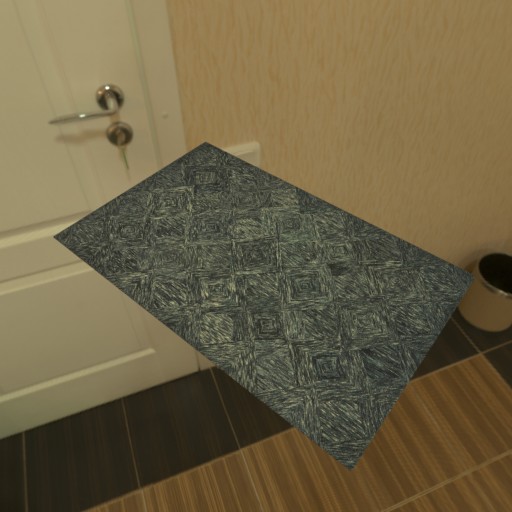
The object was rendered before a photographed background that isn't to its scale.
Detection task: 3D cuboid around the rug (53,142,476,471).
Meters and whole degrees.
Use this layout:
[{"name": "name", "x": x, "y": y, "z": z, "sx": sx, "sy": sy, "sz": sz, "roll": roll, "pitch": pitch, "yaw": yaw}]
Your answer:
[{"name": "rug", "x": 0.000, "y": 0.000, "z": 2.873, "sx": 2.330, "sy": 0.017, "sz": 1.478, "roll": 31, "pitch": 55, "yaw": 26}]
